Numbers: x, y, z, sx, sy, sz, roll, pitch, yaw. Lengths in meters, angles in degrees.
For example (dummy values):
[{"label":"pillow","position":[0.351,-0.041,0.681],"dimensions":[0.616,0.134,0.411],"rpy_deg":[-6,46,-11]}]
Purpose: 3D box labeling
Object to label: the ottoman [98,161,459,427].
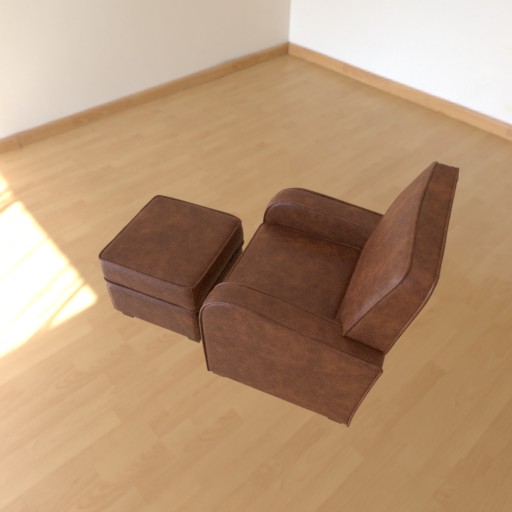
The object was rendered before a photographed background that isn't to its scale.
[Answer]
[{"label":"ottoman","position":[0.000,0.000,1.850],"dimensions":[1.314,0.904,0.732],"rpy_deg":[17,48,16]}]
